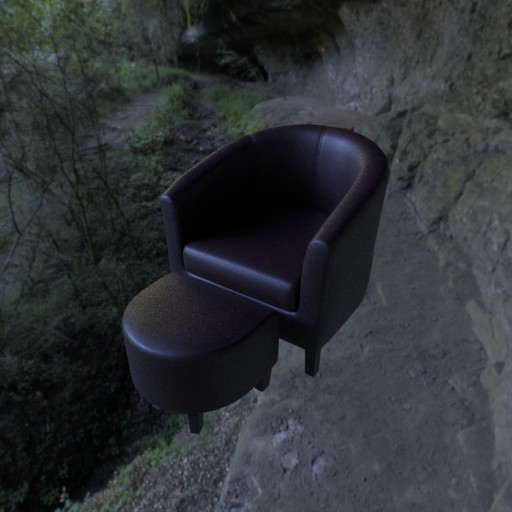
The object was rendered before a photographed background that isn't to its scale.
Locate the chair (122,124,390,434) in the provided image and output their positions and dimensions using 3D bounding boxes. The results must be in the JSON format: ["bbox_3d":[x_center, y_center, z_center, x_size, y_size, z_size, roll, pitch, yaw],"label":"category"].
[{"bbox_3d":[0.000,0.000,1.680,0.737,0.755,1.176,19,34,29],"label":"chair"}]
